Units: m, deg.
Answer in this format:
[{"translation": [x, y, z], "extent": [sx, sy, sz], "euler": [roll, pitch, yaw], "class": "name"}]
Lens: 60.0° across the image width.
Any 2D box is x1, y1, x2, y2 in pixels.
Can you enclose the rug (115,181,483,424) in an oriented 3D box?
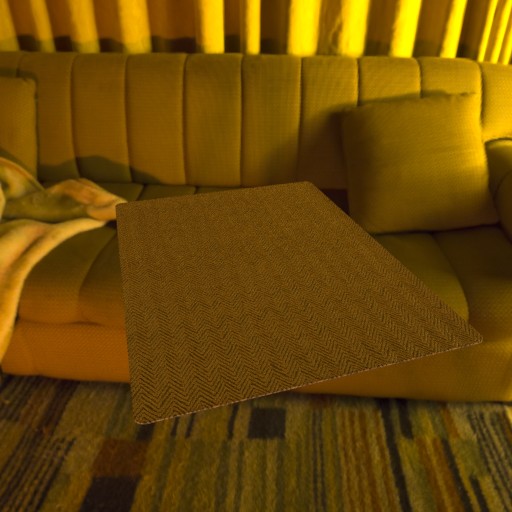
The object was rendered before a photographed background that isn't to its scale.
[{"translation": [0.000, 0.000, 4.145], "extent": [2.439, 0.014, 3.207], "euler": [-9, 32, -15], "class": "rug"}]
